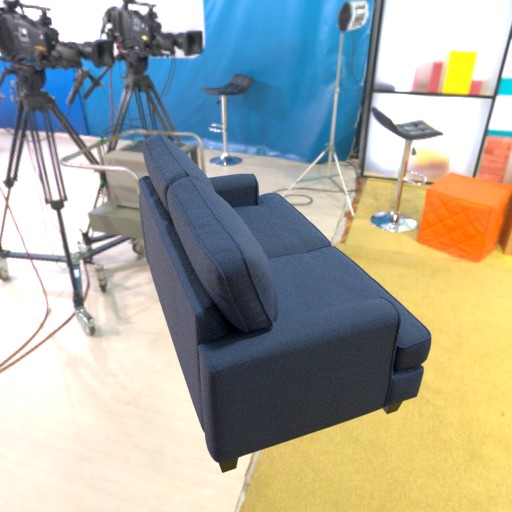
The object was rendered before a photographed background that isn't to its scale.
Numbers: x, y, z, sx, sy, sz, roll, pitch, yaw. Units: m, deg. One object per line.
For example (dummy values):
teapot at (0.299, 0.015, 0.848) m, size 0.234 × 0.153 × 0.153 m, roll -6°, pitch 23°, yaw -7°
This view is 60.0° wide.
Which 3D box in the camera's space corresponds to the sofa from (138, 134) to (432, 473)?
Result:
sofa at (0.000, 0.000, 2.260) m, size 0.965 × 0.965 × 1.651 m, roll -11°, pitch 32°, yaw -18°
